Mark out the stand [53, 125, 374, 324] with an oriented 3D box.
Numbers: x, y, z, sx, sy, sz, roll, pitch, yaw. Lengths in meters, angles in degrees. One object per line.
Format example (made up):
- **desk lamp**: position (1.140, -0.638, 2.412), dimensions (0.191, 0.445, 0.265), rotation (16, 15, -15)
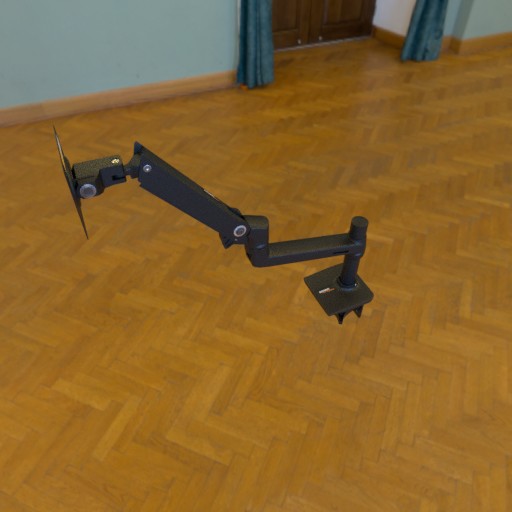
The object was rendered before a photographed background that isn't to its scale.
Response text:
- **stand**: position (0.000, 0.000, 1.006), dimensions (0.650, 0.713, 0.152), rotation (-17, 47, -17)
